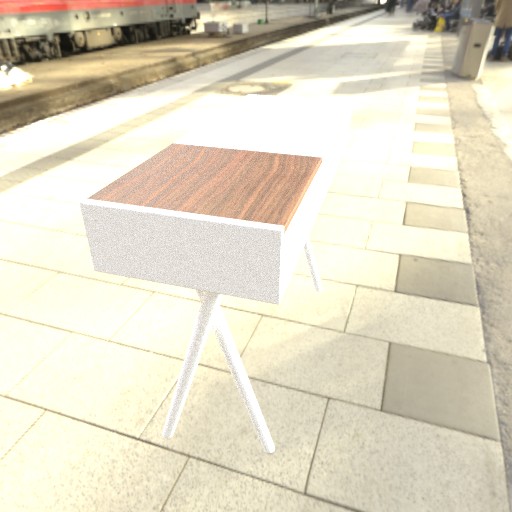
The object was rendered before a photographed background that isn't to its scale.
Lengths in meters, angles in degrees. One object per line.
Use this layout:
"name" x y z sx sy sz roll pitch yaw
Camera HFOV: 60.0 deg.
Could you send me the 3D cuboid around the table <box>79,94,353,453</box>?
"table" 0.000 0.000 1.437 0.418 0.785 1.066 9 32 14
